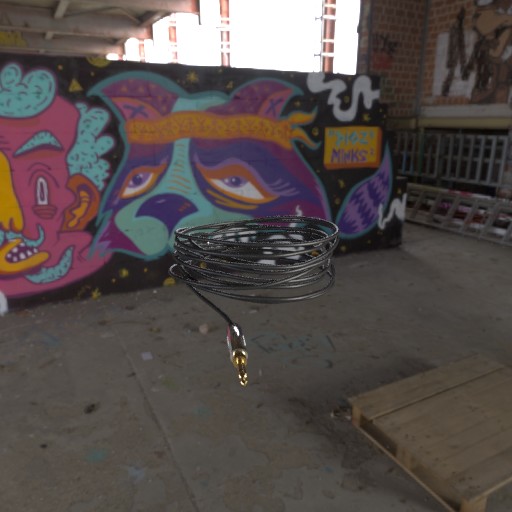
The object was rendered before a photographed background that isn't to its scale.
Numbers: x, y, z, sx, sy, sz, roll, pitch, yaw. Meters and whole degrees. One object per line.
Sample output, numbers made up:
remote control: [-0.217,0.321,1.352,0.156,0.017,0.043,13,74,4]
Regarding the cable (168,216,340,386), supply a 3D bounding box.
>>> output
cable: [0.000,0.000,0.503,0.198,0.069,0.432,-2,17,-7]
